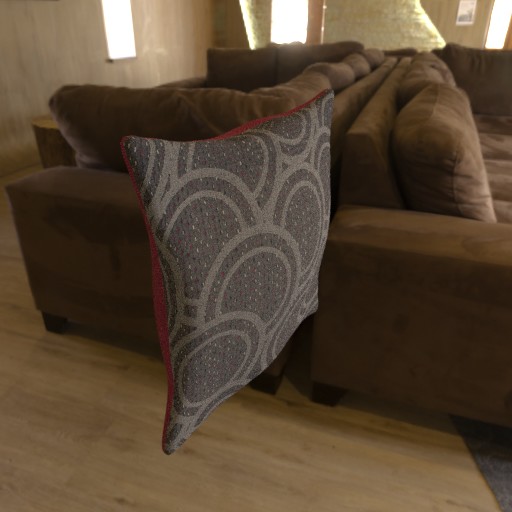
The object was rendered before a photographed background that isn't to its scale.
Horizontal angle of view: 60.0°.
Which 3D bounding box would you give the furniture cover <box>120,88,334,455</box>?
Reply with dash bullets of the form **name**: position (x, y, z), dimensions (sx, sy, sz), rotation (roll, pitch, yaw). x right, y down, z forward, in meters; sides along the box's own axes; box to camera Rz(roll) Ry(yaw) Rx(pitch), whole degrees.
- **furniture cover**: position (0.000, 0.000, 0.788), dimensions (0.163, 0.513, 0.514), rotation (18, 32, 30)
